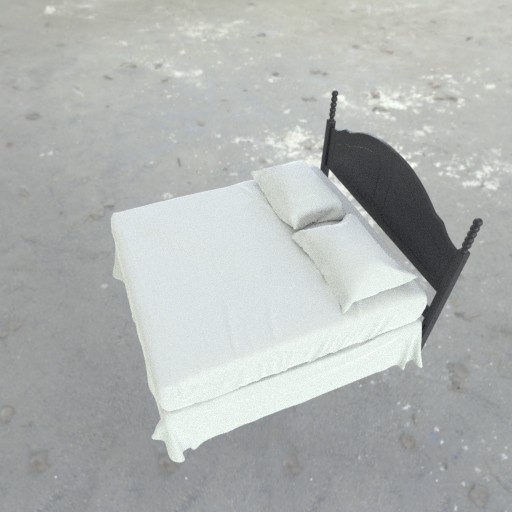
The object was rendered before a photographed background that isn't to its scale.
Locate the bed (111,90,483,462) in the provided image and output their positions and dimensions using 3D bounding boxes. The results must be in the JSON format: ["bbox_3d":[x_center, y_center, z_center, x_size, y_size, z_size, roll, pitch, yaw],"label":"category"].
[{"bbox_3d":[0.000,0.000,3.141,2.040,1.356,1.873,-16,49,-15],"label":"bed"}]
